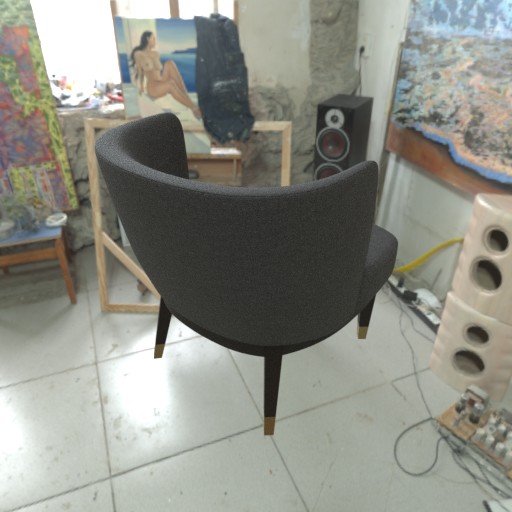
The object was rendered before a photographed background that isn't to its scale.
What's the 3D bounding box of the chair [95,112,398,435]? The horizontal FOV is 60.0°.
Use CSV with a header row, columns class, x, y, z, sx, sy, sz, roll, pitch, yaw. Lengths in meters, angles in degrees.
class,x,y,z,sx,sy,sz,roll,pitch,yaw
chair,0.000,0.000,1.234,0.639,0.695,0.698,23,39,32
